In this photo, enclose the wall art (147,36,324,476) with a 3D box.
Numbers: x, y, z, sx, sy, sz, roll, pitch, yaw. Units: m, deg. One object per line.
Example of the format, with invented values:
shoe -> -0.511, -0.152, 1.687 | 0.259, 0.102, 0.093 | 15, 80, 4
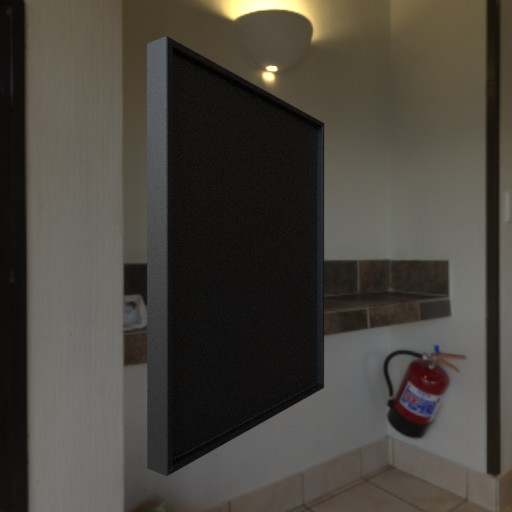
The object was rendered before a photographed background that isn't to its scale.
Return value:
wall art -> 0.000, 0.000, 0.754 | 0.039, 0.555, 0.449 | 0, 0, 35
